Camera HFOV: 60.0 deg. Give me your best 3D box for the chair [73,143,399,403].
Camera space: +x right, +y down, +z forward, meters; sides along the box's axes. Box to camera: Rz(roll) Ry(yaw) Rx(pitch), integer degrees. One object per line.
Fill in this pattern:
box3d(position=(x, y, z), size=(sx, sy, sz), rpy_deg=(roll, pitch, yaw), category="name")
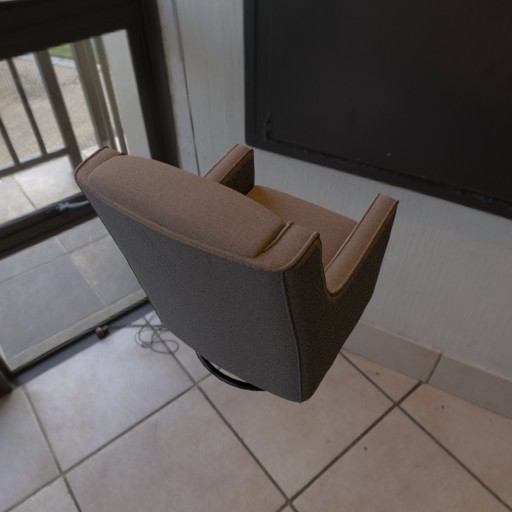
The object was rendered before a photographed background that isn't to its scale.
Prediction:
box3d(position=(0.000, 0.000, 1.606), size=(0.732, 0.993, 0.879), rpy_deg=(25, 50, 23), category="chair")
